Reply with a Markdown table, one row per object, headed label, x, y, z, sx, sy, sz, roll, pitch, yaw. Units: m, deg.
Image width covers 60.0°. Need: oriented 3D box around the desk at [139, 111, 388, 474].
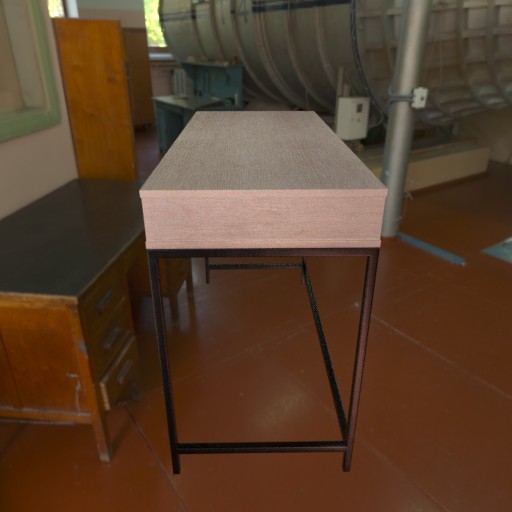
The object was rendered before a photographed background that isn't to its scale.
| label | x | y | z | sx | sy | sz | roll | pitch | yaw |
| --- | --- | --- | --- | --- | --- | --- | --- | --- | --- |
| desk | 0.000 | 0.000 | 1.437 | 0.470 | 0.762 | 1.016 | 0 | 26 | -1 |
